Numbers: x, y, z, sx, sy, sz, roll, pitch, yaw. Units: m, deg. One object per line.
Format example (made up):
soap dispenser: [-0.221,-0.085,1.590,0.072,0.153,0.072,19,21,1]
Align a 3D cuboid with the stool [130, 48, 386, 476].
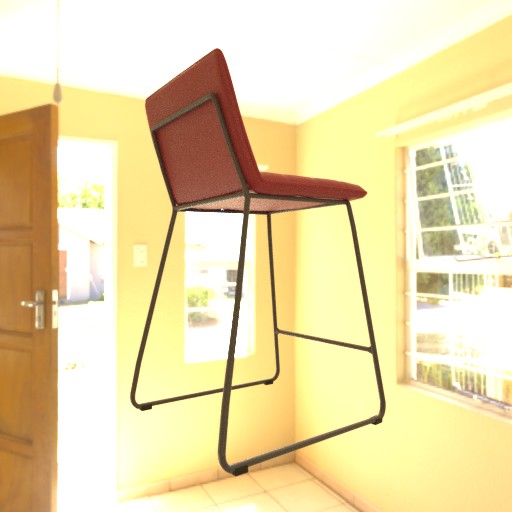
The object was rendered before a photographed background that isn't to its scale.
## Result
stool: [0.000,0.000,1.199,0.524,0.866,0.489,0,-1,-37]
